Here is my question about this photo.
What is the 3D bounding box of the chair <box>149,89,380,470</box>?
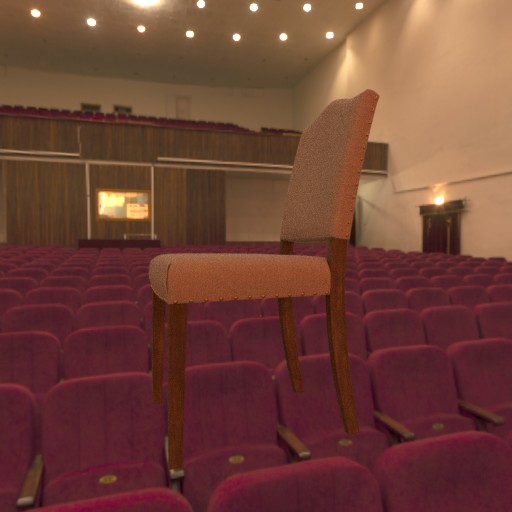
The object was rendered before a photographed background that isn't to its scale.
[{"bbox_3d":[0.000,0.000,1.386,0.620,1.020,0.508,0,1,-18],"label":"chair"}]
